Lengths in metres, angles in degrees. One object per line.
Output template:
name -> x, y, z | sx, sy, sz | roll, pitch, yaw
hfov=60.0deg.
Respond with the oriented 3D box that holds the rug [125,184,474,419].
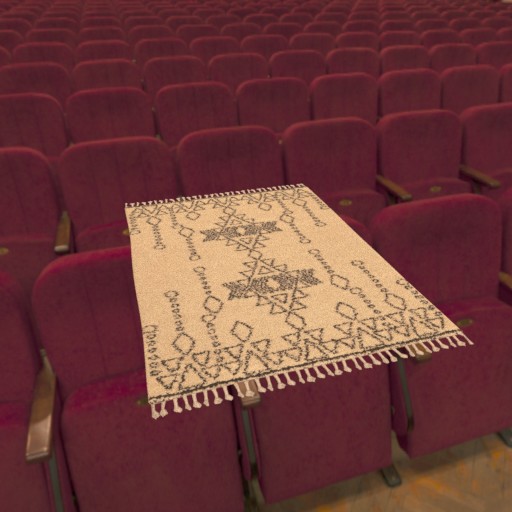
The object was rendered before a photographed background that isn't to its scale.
rug -> 0.000, 0.000, 3.926 | 2.125, 0.028, 3.027 | -9, 32, -15
